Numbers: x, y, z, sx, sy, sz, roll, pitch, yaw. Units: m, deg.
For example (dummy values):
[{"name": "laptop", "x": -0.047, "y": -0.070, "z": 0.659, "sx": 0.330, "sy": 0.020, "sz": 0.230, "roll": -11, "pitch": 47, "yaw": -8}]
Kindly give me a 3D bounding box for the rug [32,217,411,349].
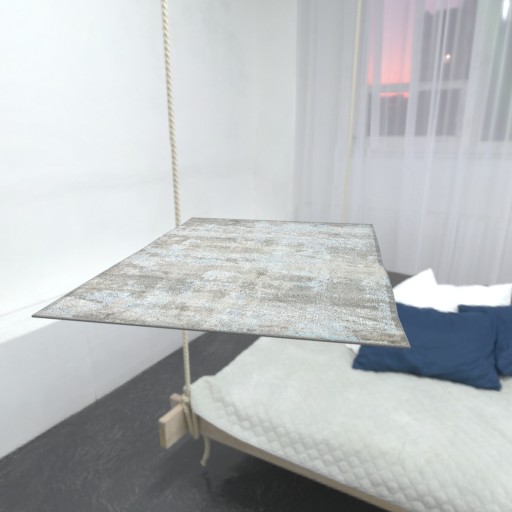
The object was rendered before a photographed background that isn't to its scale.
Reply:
[{"name": "rug", "x": 0.000, "y": 0.000, "z": 4.255, "sx": 2.393, "sy": 0.013, "sz": 3.307, "roll": 3, "pitch": 17, "yaw": 10}]
